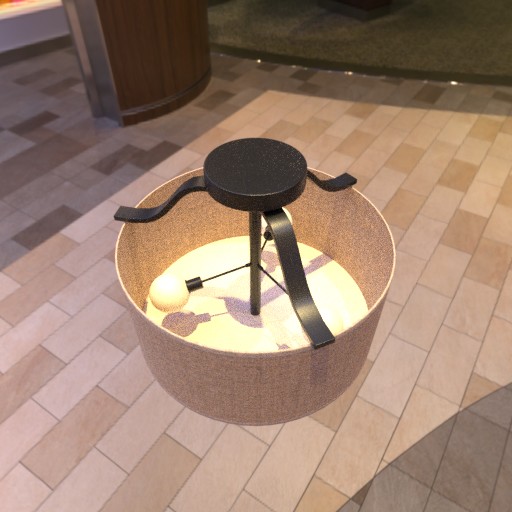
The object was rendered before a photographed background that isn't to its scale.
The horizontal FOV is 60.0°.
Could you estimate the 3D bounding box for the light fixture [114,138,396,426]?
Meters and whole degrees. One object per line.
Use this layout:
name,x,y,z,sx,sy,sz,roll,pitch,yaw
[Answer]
light fixture,0.000,0.000,0.640,0.390,0.306,0.390,0,45,0
